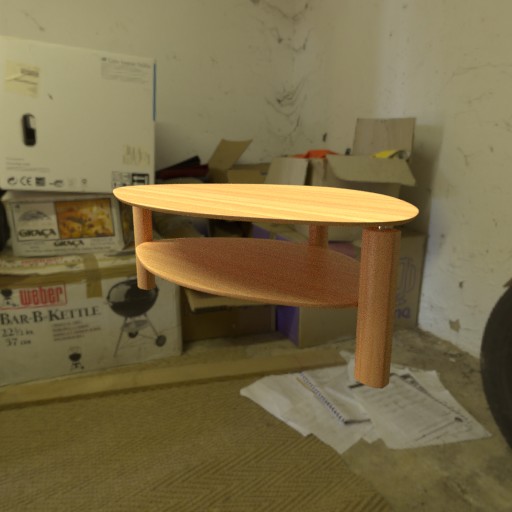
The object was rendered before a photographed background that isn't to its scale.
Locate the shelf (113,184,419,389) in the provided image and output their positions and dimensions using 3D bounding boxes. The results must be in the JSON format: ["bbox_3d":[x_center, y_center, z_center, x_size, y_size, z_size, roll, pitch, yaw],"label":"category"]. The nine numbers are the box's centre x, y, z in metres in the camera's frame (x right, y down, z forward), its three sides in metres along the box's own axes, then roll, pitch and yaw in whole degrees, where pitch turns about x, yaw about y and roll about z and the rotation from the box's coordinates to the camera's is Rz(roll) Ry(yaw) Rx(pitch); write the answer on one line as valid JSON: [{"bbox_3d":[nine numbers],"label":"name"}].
[{"bbox_3d":[0.000,0.000,1.596,0.845,0.440,1.246,-13,19,-43],"label":"shelf"}]
